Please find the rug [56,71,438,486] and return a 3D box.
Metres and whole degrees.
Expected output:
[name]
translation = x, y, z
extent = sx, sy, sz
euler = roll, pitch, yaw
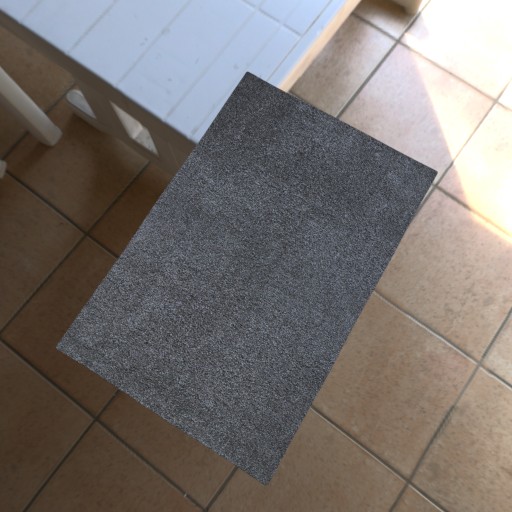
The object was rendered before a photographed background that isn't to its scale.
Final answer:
[rug]
translation = 0.000, 0.000, 3.407
extent = 1.802, 0.026, 2.699
euler = 30, 78, 7
